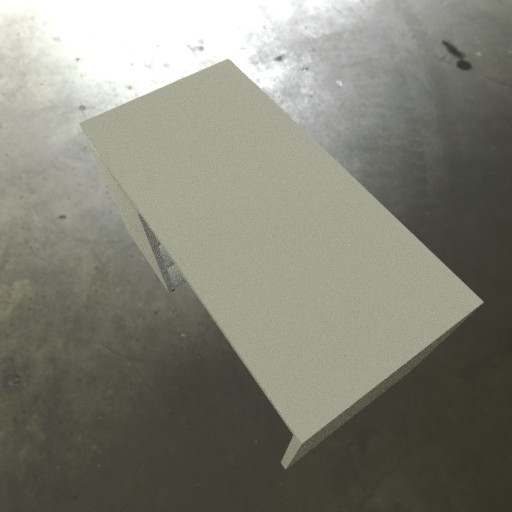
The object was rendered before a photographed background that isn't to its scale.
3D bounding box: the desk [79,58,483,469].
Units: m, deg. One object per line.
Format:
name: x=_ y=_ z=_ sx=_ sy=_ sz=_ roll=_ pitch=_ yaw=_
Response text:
desk: x=0.000 y=0.000 z=1.838 sx=0.690 sy=0.740 sz=1.400 roll=-31 pitch=64 yaw=-17
